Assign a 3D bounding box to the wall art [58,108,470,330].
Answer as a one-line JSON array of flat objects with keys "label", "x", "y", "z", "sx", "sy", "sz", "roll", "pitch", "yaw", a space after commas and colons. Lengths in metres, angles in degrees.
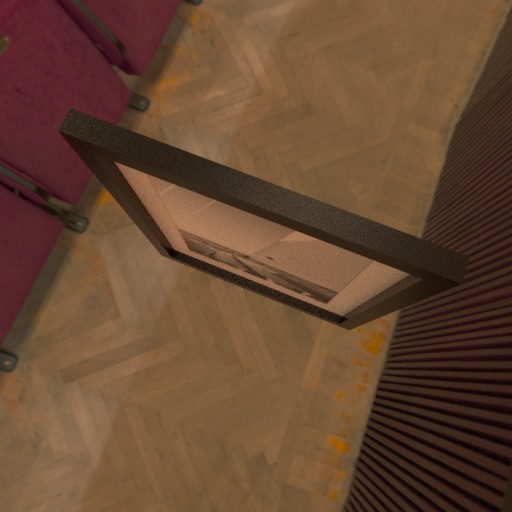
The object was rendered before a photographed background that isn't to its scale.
[{"label": "wall art", "x": 0.000, "y": 0.000, "z": 0.744, "sx": 0.461, "sy": 0.558, "sz": 0.031, "roll": 21, "pitch": 77, "yaw": 5}]
